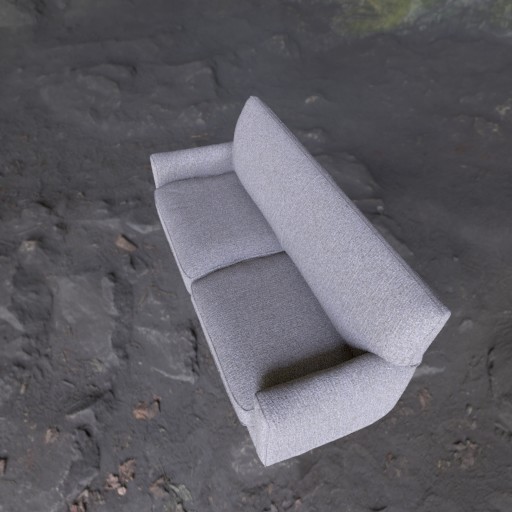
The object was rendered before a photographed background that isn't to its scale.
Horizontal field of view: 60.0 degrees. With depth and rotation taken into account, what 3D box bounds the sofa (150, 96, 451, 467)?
[{"bbox_3d":[0.000,0.000,2.552,0.854,0.942,2.026,-16,47,-15],"label":"sofa"}]
